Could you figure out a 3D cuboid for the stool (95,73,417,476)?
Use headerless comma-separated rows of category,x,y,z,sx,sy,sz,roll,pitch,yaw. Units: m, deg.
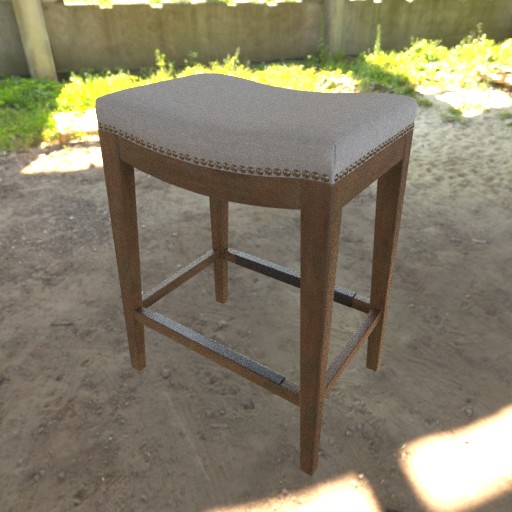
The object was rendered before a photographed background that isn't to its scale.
stool,0.000,0.000,0.938,0.508,0.660,0.356,20,36,29
